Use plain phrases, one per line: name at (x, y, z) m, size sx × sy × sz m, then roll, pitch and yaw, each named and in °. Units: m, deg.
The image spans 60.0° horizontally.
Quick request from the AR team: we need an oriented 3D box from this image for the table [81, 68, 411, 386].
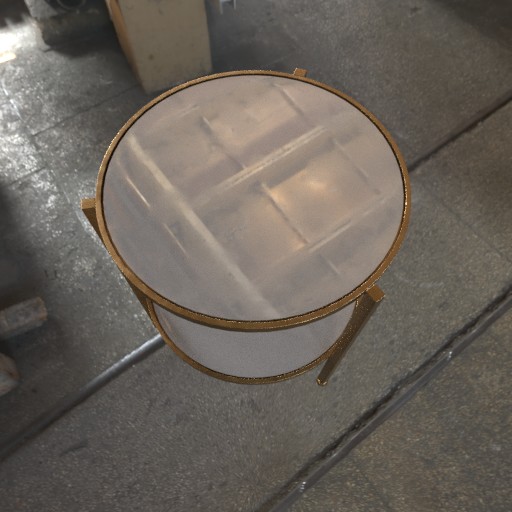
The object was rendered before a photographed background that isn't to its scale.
table at (0.000, 0.000, 0.451) m, size 0.231 × 0.269 × 0.243 m, roll 17°, pitch 64°, yaw 9°
